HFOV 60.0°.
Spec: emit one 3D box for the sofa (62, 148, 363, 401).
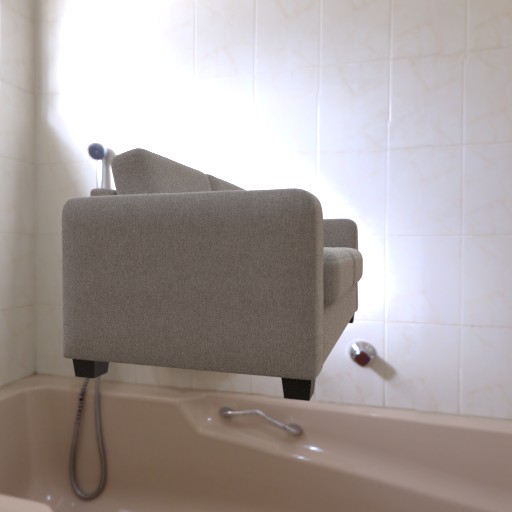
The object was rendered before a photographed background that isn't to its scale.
[{"bbox_3d":[0.000,0.000,2.062,0.900,0.800,1.540,0,1,17],"label":"sofa"}]
